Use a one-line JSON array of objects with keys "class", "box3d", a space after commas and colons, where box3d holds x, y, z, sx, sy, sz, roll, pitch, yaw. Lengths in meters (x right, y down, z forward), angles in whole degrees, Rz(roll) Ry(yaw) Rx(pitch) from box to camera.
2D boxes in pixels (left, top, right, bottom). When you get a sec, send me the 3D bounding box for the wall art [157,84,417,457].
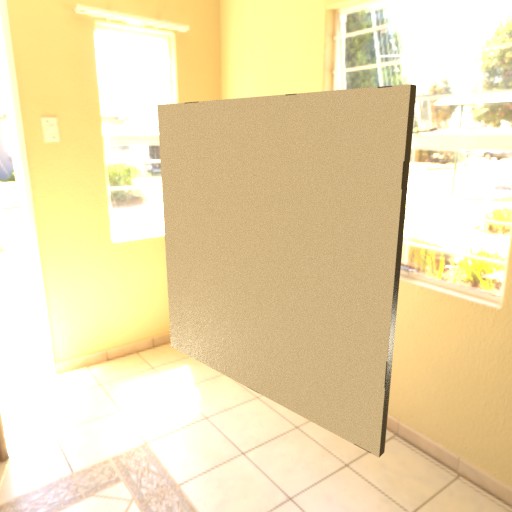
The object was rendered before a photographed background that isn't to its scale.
[{"class": "wall art", "box3d": [0.000, 0.000, 0.658, 0.446, 0.445, 0.014, 14, 21, 42]}]
